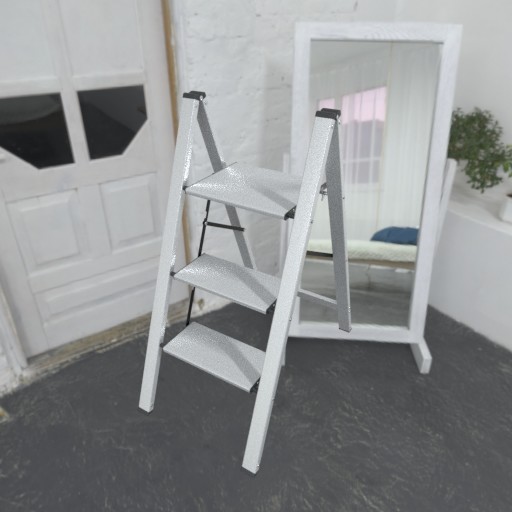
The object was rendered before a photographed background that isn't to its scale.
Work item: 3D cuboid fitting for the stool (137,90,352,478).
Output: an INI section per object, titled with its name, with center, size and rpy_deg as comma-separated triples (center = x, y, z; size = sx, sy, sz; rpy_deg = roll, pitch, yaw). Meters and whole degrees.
[stool]
center = 0.000, 0.000, 1.336
size = 0.441, 0.902, 0.730
rpy_deg = 18, 35, 27
